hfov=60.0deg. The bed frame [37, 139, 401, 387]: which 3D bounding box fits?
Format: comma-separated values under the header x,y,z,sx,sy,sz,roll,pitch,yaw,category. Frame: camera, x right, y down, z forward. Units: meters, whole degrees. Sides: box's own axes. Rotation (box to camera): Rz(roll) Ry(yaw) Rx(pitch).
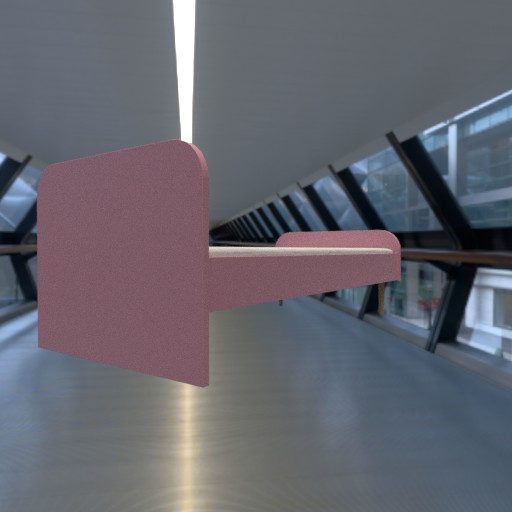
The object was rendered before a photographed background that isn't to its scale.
x,y,z,sx,sy,sz,roll,pitch,yaw,category
0.000,0.000,2.488,0.998,0.805,1.963,1,1,36,bed frame
